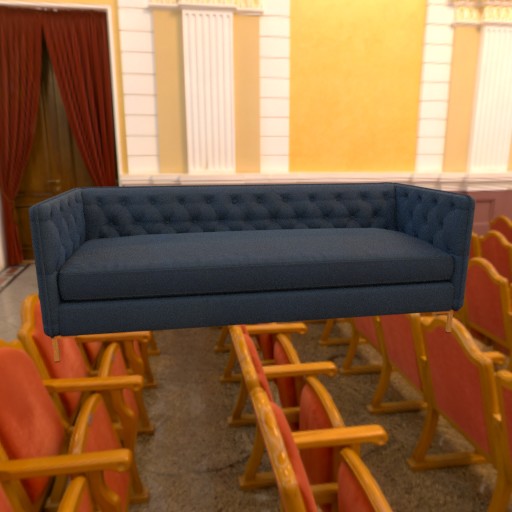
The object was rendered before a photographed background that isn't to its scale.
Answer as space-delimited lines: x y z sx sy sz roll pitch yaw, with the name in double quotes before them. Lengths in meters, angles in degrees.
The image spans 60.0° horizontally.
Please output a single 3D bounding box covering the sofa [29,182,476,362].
"sofa" 0.000 0.000 2.603 2.209 0.771 0.895 -2 14 -9
